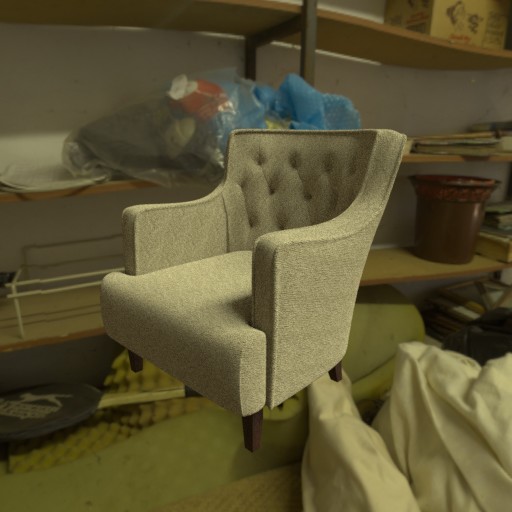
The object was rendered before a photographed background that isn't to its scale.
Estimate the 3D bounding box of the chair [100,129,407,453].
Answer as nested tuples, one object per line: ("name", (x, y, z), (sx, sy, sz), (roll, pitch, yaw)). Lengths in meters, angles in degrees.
("chair", (0.000, 0.000, 1.689), (0.820, 0.920, 0.910), (15, 22, 42))
